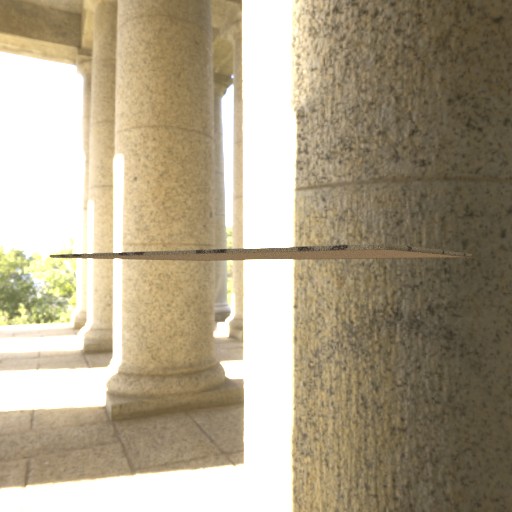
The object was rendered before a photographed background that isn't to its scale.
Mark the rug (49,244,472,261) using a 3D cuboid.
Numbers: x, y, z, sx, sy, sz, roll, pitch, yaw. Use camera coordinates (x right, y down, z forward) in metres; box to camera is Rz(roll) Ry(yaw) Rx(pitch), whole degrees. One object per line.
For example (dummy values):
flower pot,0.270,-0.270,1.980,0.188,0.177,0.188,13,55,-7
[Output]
rug,0.000,0.000,3.377,2.701,0.026,1.801,-1,-2,36
